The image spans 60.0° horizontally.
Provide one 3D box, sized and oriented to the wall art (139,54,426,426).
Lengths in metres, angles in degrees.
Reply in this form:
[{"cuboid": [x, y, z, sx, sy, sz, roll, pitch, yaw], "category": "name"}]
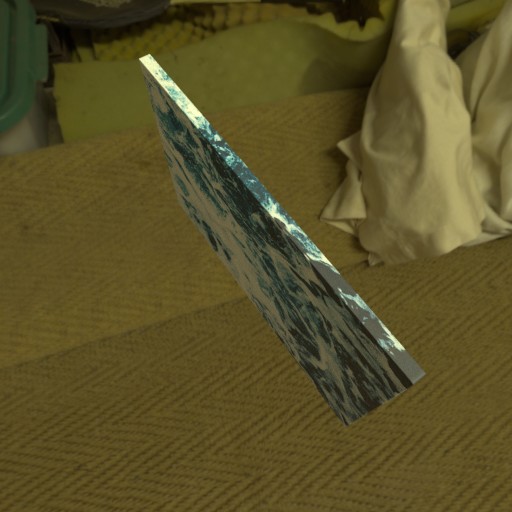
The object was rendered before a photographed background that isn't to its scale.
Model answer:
[{"cuboid": [0.000, 0.000, 1.909, 0.055, 1.017, 1.524, -32, 67, -15], "category": "wall art"}]
